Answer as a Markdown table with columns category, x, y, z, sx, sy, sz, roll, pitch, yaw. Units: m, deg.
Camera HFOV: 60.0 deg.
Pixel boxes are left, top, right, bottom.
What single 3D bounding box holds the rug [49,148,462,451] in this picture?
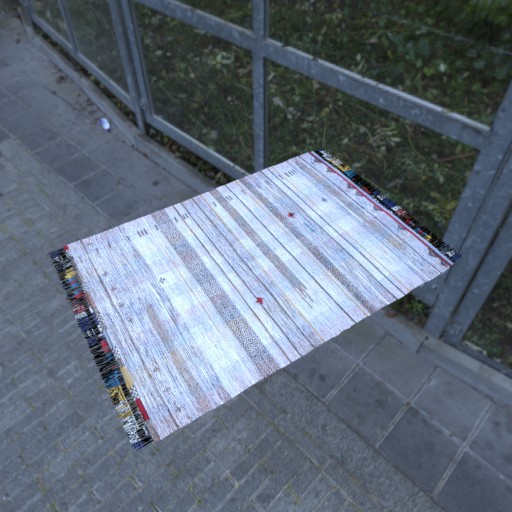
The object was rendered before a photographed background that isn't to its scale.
| category | x | y | z | sx | sy | sz | roll | pitch | yaw |
| --- | --- | --- | --- | --- | --- | --- | --- | --- | --- |
| rug | 0.000 | 0.000 | 2.318 | 1.848 | 0.012 | 1.217 | -25 | 52 | -21 |
